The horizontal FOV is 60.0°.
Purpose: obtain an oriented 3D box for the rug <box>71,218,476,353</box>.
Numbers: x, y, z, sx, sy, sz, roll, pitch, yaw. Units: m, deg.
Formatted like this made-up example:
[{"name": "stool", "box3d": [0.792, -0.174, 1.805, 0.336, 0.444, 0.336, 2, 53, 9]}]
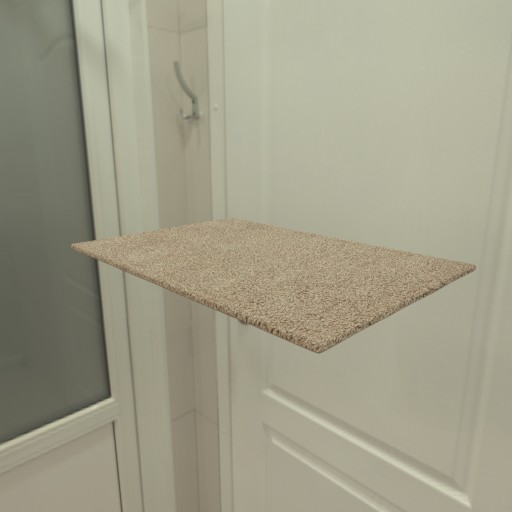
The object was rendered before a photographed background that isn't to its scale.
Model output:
[{"name": "rug", "box3d": [0.000, 0.000, 2.319, 1.219, 0.030, 1.778, -14, 21, -42]}]
